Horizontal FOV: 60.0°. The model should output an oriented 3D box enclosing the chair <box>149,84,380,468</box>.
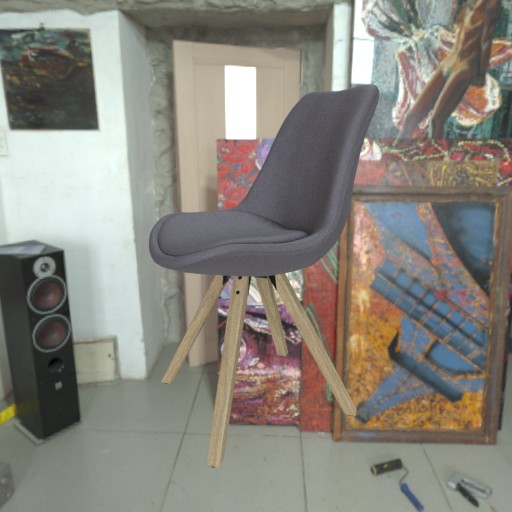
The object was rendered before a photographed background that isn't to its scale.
[{"bbox_3d":[0.000,0.000,1.190,0.547,0.865,0.483,-8,17,-26],"label":"chair"}]
